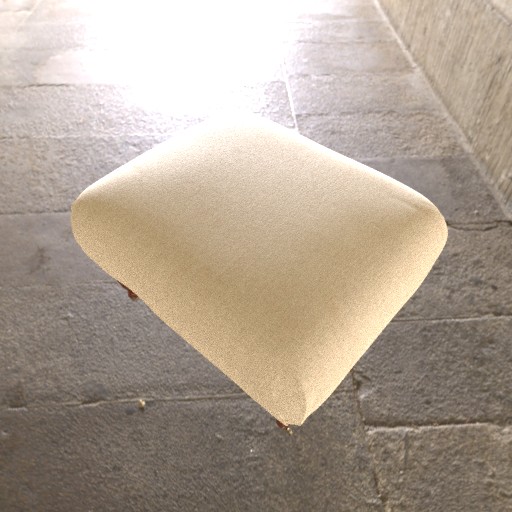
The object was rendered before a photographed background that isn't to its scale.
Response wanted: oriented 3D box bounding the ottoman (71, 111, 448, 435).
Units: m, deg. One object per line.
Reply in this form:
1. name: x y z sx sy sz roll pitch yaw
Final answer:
1. ottoman: 0.000 0.000 1.152 0.747 0.450 0.622 33 56 27
